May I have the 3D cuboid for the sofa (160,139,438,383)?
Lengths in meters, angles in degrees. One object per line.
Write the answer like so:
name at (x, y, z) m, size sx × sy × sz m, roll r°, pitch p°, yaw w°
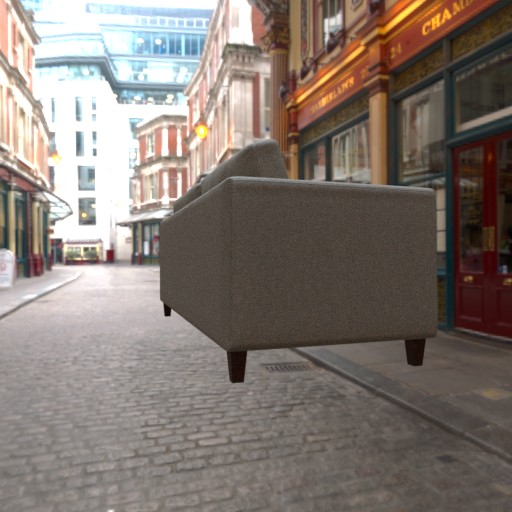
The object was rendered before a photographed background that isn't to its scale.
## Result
sofa at (0.000, 0.000, 2.759) m, size 0.956 × 0.963 × 2.208 m, roll 0°, pitch 0°, yaw -19°
